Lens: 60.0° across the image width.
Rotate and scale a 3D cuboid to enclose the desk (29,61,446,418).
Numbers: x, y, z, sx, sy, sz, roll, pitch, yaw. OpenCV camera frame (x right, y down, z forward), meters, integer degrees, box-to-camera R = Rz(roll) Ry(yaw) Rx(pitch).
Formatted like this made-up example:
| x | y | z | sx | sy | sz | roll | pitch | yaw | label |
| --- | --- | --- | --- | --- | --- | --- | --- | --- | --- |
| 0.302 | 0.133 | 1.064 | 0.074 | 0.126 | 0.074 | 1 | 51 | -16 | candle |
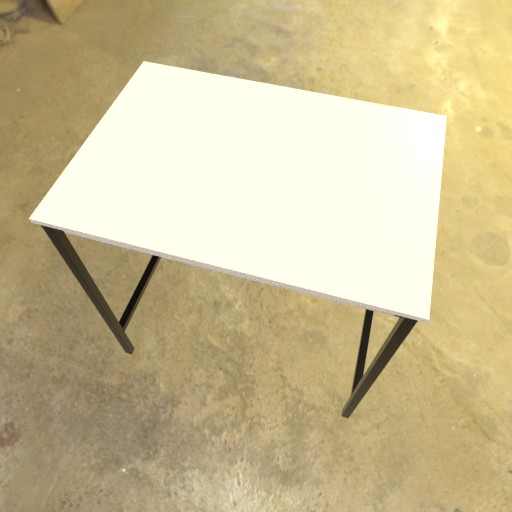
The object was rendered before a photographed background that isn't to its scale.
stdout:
| x | y | z | sx | sy | sz | roll | pitch | yaw | label |
| --- | --- | --- | --- | --- | --- | --- | --- | --- | --- |
| 0.000 | 0.000 | 1.324 | 0.811 | 0.766 | 0.573 | 14 | 58 | 9 | desk |
